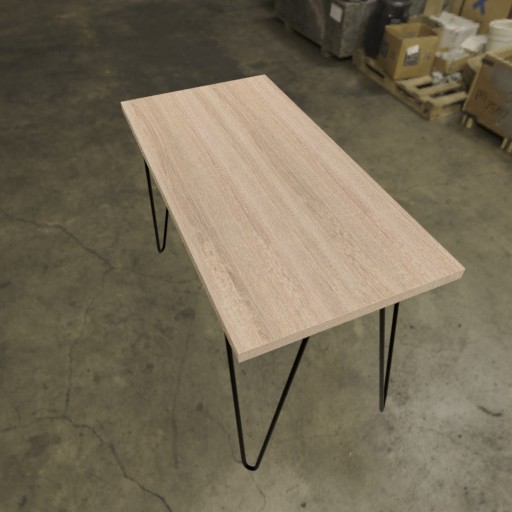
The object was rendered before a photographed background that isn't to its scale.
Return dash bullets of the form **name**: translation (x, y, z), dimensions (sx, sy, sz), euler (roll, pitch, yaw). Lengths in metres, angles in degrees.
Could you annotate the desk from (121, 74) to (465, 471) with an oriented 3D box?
- **desk**: translation (0.000, 0.000, 1.386), dimensions (0.499, 0.660, 0.991), euler (-17, 49, -16)
